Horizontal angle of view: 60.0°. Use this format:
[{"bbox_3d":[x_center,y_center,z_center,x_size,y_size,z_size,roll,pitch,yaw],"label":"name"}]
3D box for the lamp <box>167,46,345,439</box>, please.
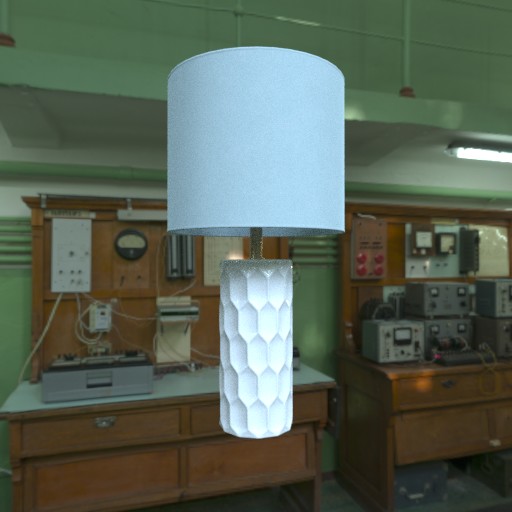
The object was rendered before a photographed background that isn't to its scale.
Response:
[{"bbox_3d":[0.000,0.000,0.703,0.277,0.534,0.277,0,0,-19],"label":"lamp"}]
